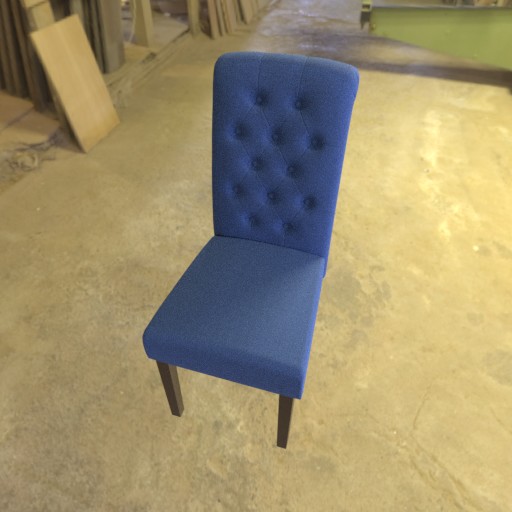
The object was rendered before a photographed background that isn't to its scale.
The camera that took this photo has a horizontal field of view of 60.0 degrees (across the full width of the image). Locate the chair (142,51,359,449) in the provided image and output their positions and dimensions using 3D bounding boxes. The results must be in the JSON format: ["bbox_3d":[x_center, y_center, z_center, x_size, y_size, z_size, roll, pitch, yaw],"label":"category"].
[{"bbox_3d":[0.000,0.000,1.356,0.456,1.006,0.671,12,43,13],"label":"chair"}]
